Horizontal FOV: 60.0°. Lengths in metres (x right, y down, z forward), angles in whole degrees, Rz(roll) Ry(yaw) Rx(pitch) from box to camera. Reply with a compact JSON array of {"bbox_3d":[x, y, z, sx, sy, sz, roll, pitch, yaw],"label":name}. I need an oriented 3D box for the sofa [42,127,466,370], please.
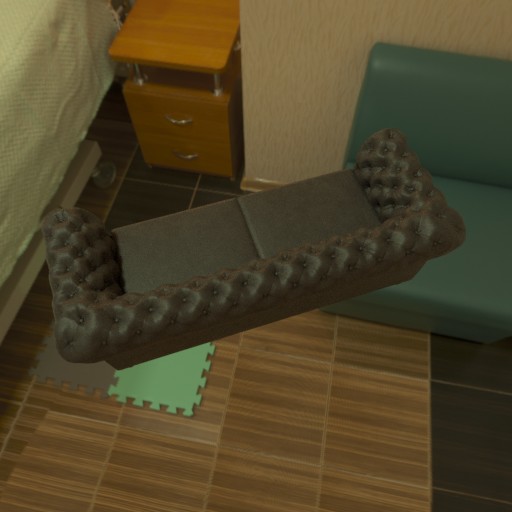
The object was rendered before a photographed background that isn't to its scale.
[{"bbox_3d":[0.000,0.000,2.835,2.385,0.783,0.944,-16,60,-9],"label":"sofa"}]
